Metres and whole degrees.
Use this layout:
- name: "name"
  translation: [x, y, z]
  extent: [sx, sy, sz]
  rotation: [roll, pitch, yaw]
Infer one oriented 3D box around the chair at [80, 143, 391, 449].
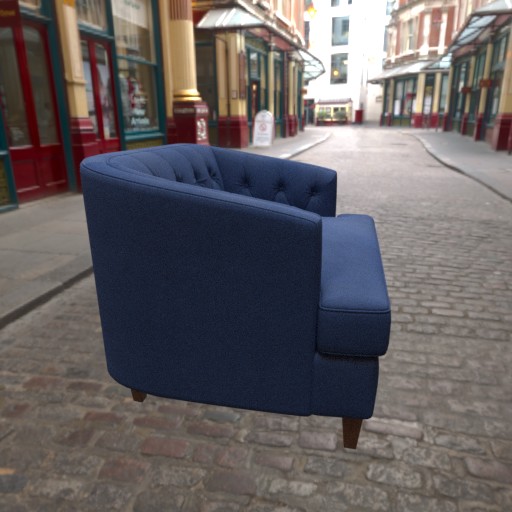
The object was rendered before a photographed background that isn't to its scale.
- name: "chair"
  translation: [0.000, 0.000, 1.687]
  extent: [0.914, 0.787, 1.118]
  rotation: [4, 18, 11]
